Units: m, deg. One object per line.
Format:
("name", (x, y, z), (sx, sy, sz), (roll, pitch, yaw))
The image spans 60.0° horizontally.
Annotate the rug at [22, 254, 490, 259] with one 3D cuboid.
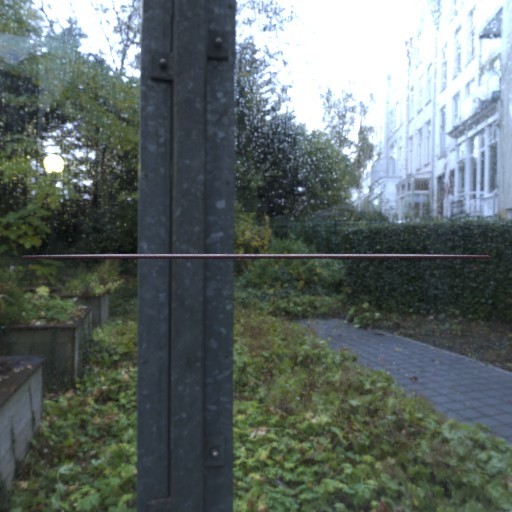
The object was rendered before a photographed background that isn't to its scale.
("rug", (0.000, 0.000, 5.848), (4.578, 0.033, 3.033), (0, 0, -1))
